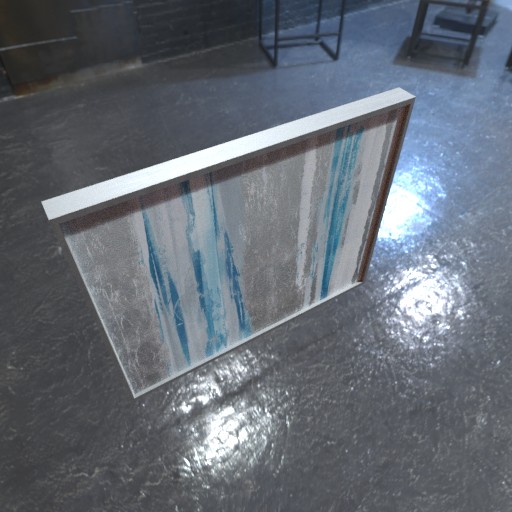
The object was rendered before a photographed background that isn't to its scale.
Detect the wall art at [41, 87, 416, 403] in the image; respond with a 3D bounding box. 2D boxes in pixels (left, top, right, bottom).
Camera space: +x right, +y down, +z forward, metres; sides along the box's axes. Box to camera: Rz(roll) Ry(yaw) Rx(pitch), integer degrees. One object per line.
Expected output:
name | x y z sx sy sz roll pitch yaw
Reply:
wall art | 0.000 0.000 0.764 0.557 0.450 0.037 -23 51 -21
